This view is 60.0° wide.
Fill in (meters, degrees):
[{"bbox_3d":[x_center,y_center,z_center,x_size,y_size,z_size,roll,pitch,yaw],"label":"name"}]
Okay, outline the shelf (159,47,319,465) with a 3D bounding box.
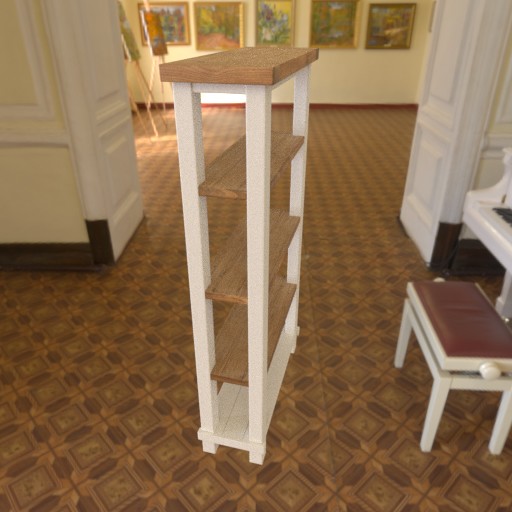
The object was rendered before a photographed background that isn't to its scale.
[{"bbox_3d":[0.000,0.000,2.263,0.381,1.878,1.022,7,29,13],"label":"shelf"}]
